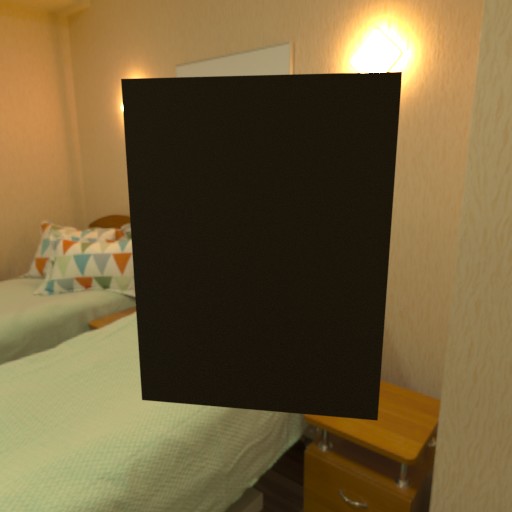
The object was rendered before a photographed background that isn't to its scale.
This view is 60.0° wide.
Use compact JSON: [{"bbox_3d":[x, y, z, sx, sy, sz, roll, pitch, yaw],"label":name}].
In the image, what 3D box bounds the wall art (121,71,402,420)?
[{"bbox_3d":[0.000,0.000,1.398,0.806,1.062,0.038,2,13,8],"label":"wall art"}]
